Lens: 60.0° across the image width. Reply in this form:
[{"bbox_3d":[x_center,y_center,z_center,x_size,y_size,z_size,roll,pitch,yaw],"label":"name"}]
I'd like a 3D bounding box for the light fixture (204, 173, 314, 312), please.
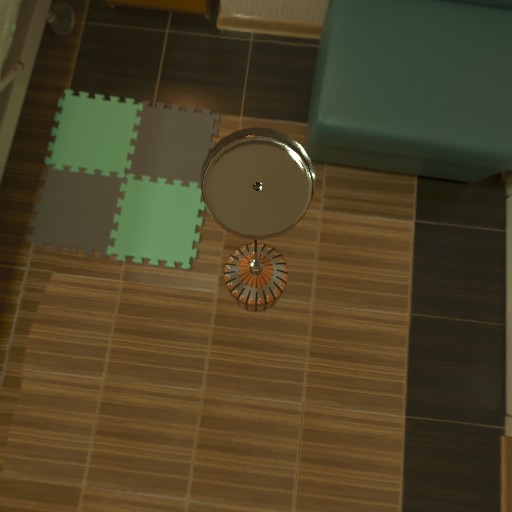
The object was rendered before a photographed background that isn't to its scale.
[{"bbox_3d":[0.000,0.000,1.704,0.303,1.535,0.303,0,78,0],"label":"light fixture"}]
